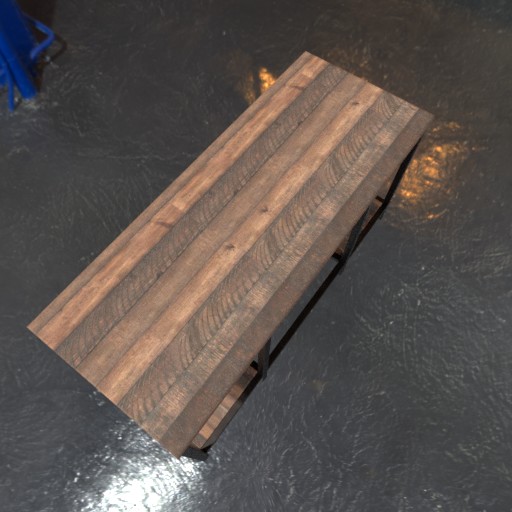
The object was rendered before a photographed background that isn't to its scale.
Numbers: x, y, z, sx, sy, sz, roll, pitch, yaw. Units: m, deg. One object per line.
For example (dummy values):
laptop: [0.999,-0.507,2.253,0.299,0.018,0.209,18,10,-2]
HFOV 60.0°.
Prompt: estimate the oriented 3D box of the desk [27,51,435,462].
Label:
desk: [0.000,0.000,1.897,0.617,0.753,1.538,34,68,15]
